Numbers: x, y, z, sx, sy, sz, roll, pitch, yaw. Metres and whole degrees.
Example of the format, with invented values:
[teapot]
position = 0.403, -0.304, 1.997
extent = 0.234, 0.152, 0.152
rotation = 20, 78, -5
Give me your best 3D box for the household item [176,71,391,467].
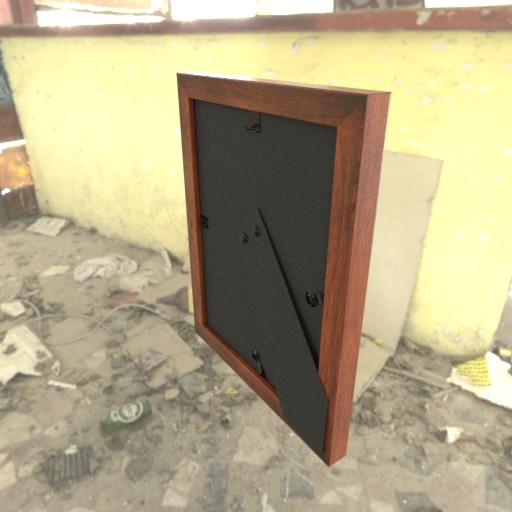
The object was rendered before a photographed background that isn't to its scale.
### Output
[household item]
position = 0.000, 0.000, 0.338
extent = 0.020, 0.250, 0.200
rotation = -17, 31, -31
